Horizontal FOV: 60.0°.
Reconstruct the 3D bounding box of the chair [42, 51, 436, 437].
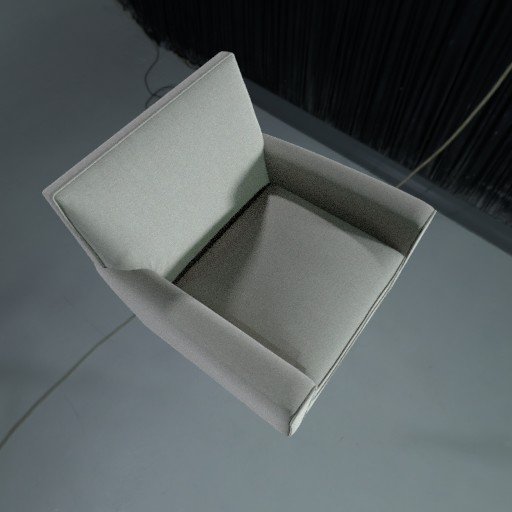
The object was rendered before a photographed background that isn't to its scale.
[{"bbox_3d":[0.000,0.000,1.557,0.871,0.846,0.840,33,65,18],"label":"chair"}]
